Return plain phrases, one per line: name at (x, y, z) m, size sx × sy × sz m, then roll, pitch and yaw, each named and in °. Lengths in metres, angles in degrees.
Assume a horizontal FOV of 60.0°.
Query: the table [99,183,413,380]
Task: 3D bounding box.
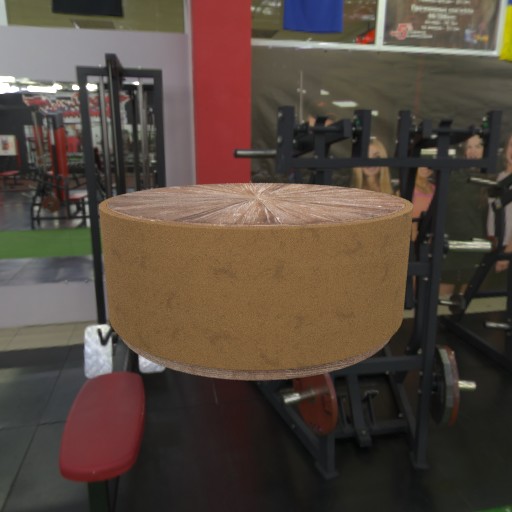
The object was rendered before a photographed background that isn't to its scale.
table at (0.000, 0.000, 1.543) m, size 1.001 × 0.409 × 1.001 m, roll 0°, pitch 15°, yaw 0°
